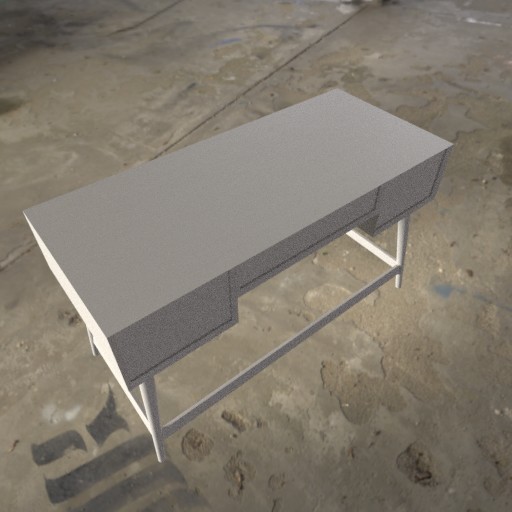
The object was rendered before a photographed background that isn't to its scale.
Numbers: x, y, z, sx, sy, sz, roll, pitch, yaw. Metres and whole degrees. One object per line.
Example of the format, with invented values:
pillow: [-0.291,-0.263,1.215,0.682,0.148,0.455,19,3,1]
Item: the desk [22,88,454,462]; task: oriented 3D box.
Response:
desk: [0.000,0.000,1.707,1.313,0.762,0.589,-29,52,-26]
